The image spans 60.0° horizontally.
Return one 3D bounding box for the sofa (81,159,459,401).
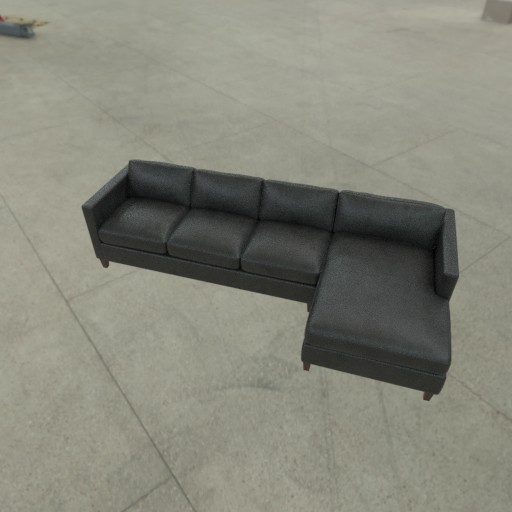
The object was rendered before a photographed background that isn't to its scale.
[{"bbox_3d":[0.000,0.000,3.888,3.203,0.883,1.581,11,41,13],"label":"sofa"}]
